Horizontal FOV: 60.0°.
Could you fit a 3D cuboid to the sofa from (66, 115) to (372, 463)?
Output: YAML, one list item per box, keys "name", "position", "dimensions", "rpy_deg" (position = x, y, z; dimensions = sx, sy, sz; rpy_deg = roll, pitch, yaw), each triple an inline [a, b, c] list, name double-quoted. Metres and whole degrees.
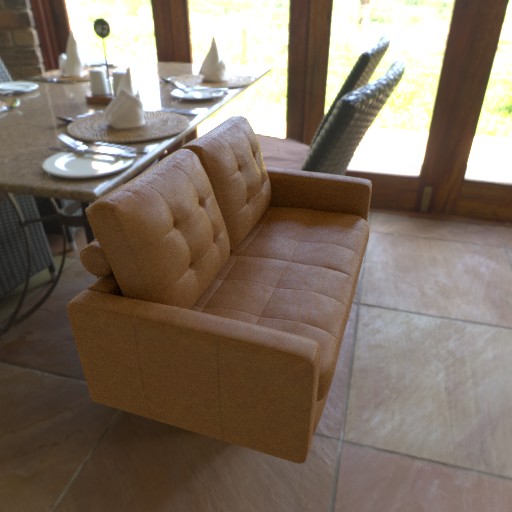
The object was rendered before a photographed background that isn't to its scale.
- name: "sofa"
  position: [0.000, 0.000, 1.910]
  dimensions: [0.868, 0.898, 1.430]
  rpy_deg: [10, 32, 16]
